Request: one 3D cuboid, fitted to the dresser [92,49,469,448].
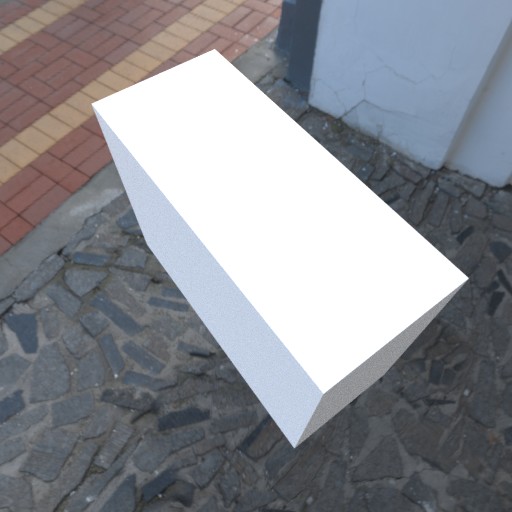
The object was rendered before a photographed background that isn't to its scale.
[{"bbox_3d":[0.000,0.000,1.573,0.460,0.820,1.100,-32,64,-18],"label":"dresser"}]
